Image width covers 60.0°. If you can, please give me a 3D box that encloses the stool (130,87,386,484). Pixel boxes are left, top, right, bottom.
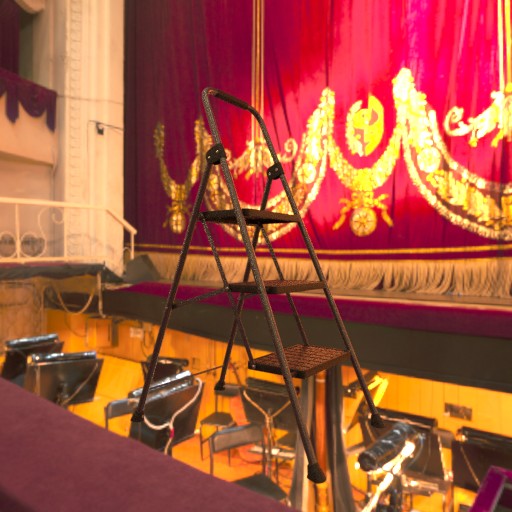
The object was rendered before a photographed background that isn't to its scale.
[{"bbox_3d":[0.000,0.000,1.489,0.733,1.121,0.473,0,0,36],"label":"stool"}]
